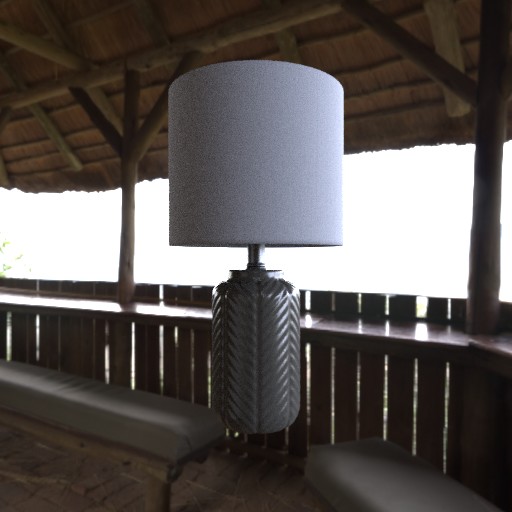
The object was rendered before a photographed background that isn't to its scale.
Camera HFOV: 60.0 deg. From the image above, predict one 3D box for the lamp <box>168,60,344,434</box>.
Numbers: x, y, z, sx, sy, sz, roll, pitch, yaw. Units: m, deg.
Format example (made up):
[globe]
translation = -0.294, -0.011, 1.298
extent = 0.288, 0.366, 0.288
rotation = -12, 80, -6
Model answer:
[lamp]
translation = 0.000, 0.000, 0.524
extent = 0.203, 0.389, 0.203
rotation = 0, 0, -36
